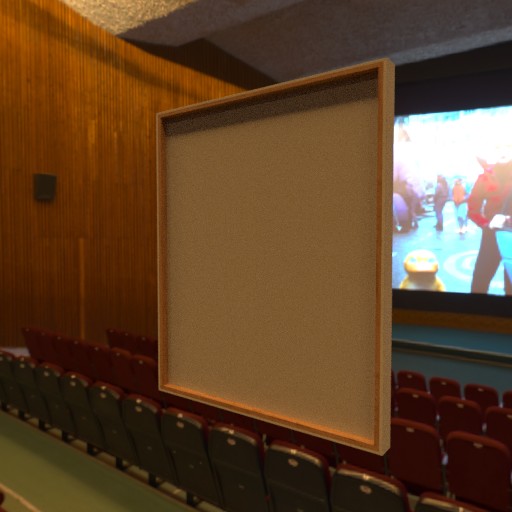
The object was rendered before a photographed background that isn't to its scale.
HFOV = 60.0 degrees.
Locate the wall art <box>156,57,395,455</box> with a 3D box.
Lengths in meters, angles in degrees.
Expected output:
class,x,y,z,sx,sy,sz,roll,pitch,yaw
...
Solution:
class,x,y,z,sx,sy,sz,roll,pitch,yaw
wall art,0.000,0.000,0.835,0.508,0.606,0.037,2,3,36
